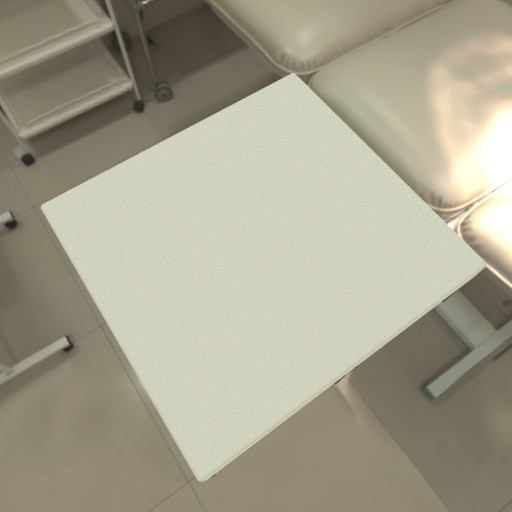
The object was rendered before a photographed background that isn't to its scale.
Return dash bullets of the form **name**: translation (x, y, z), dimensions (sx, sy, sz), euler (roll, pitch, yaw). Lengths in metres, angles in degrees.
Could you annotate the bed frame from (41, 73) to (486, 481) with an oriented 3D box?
- **bed frame**: translation (0.000, 0.000, 3.061), dimensions (2.079, 0.659, 1.963), euler (-32, 69, -14)
